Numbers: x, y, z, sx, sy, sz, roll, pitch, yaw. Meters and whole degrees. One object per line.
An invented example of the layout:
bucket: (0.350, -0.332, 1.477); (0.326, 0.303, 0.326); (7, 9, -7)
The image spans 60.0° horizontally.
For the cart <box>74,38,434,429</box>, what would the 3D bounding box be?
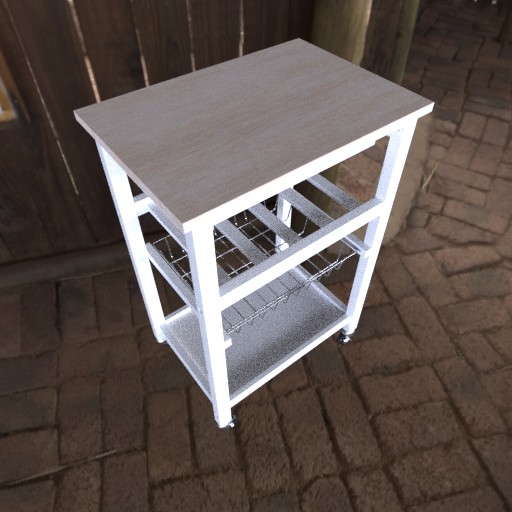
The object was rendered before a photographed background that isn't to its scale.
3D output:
cart: (0.000, 0.000, 1.178); (0.578, 0.857, 0.406); (-29, 54, -25)
